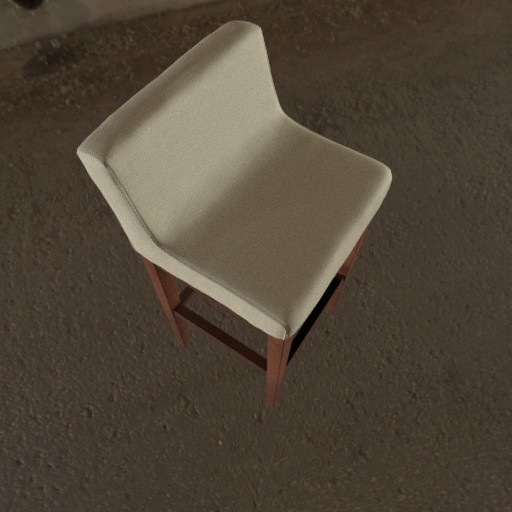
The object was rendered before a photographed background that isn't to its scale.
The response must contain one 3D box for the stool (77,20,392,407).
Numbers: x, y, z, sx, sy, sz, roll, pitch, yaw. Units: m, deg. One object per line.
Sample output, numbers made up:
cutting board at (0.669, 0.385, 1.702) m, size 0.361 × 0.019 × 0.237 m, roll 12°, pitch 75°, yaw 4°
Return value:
stool at (0.000, 0.000, 1.280) m, size 0.500 × 1.037 × 0.511 m, roll 30°, pitch 63°, yaw 17°
